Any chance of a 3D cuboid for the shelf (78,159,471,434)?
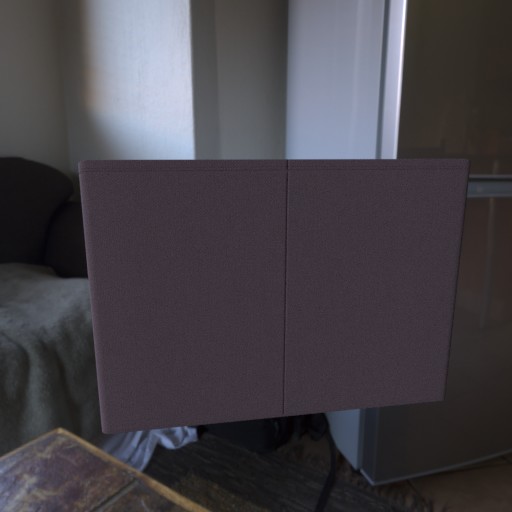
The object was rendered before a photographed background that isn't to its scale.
[{"bbox_3d":[0.000,0.000,0.482,0.292,0.210,0.292,-2,13,-9],"label":"shelf"}]
